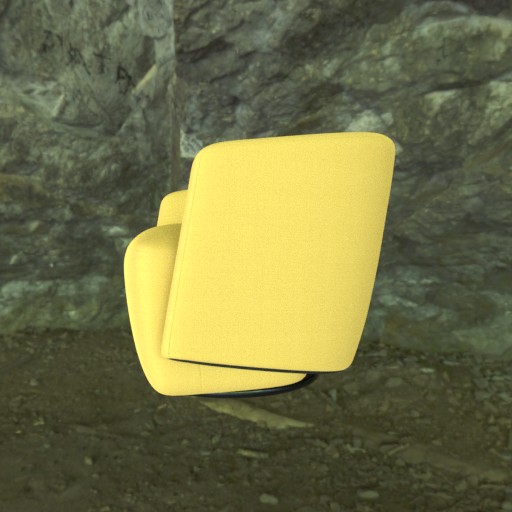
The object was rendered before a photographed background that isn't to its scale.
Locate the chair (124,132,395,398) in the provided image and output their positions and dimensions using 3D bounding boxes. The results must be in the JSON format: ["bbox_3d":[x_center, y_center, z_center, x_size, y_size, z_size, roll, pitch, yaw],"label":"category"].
[{"bbox_3d":[0.000,0.000,1.348,0.767,0.698,0.773,0,0,-17],"label":"chair"}]
